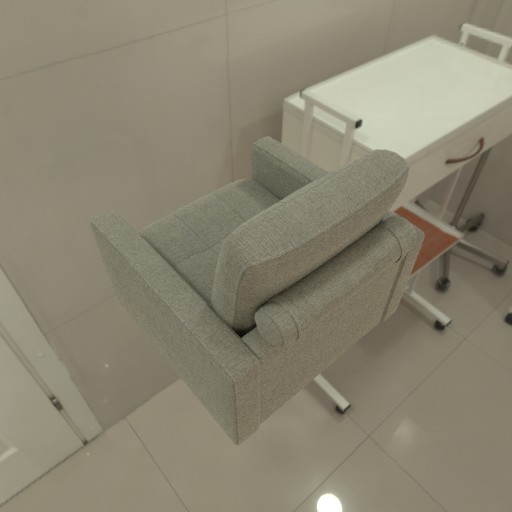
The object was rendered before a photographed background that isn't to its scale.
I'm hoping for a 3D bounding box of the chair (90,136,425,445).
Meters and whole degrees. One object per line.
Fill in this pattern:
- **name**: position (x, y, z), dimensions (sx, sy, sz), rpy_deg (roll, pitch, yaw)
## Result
- **chair**: position (0.000, 0.000, 1.554), dimensions (0.821, 0.880, 0.843), rpy_deg (-32, 54, -27)
